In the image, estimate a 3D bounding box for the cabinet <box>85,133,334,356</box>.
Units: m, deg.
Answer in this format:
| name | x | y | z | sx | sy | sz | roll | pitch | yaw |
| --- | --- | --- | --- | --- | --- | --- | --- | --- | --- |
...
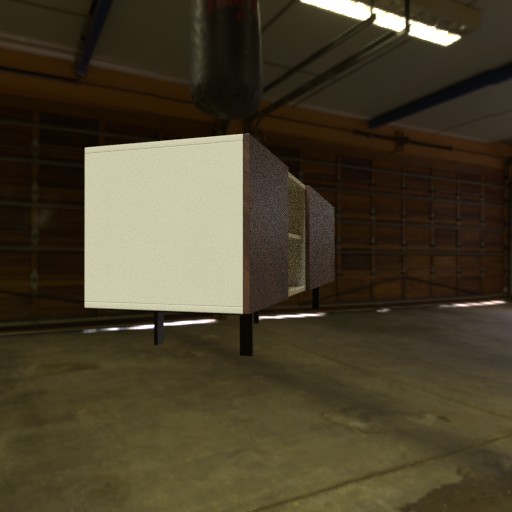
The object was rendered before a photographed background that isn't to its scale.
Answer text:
| name | x | y | z | sx | sy | sz | roll | pitch | yaw |
| --- | --- | --- | --- | --- | --- | --- | --- | --- | --- |
| cabinet | 0.000 | 0.000 | 1.754 | 0.431 | 0.533 | 1.499 | 0 | 0 | 17 |
